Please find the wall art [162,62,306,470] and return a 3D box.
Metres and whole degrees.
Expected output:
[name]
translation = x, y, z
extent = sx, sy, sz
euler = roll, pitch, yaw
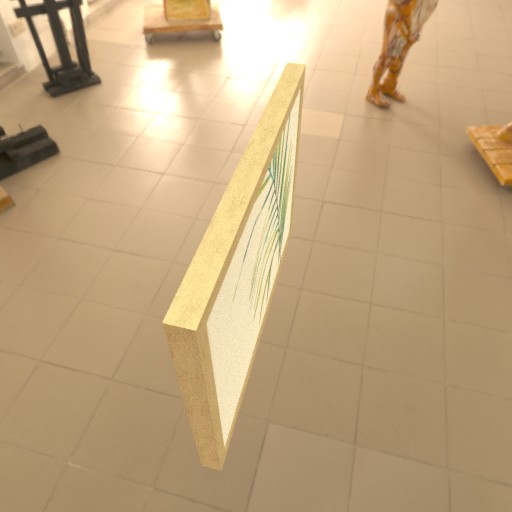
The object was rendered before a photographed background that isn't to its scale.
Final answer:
[wall art]
translation = 0.000, 0.000, 0.699
extent = 0.032, 0.380, 0.532
euler = 11, 48, 10
